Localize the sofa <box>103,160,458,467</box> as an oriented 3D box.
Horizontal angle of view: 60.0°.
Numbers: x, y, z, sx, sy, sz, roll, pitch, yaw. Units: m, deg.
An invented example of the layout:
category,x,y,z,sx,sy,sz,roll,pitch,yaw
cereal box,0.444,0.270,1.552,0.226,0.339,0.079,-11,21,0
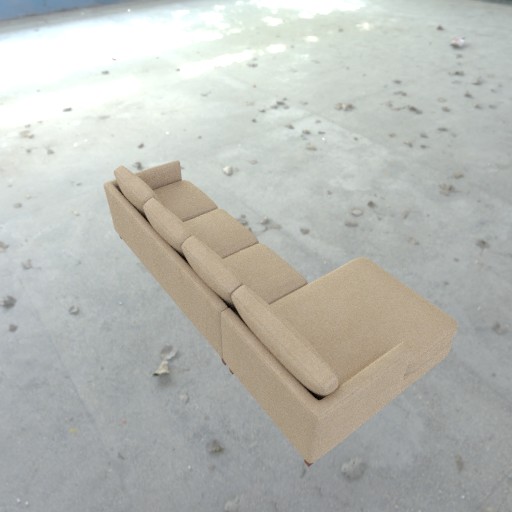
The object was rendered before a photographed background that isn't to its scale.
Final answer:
category,x,y,z,sx,sy,sz,roll,pitch,yaw
sofa,0.000,0.000,3.930,1.502,0.876,3.201,-25,46,-27
